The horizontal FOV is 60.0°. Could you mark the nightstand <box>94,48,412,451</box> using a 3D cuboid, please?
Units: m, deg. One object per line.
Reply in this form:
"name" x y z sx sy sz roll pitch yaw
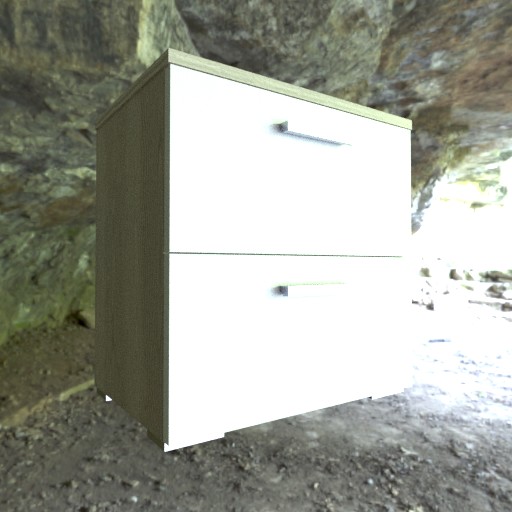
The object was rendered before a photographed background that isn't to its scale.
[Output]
"nightstand" 0.000 0.000 0.742 0.442 0.461 0.325 1 -2 -35
